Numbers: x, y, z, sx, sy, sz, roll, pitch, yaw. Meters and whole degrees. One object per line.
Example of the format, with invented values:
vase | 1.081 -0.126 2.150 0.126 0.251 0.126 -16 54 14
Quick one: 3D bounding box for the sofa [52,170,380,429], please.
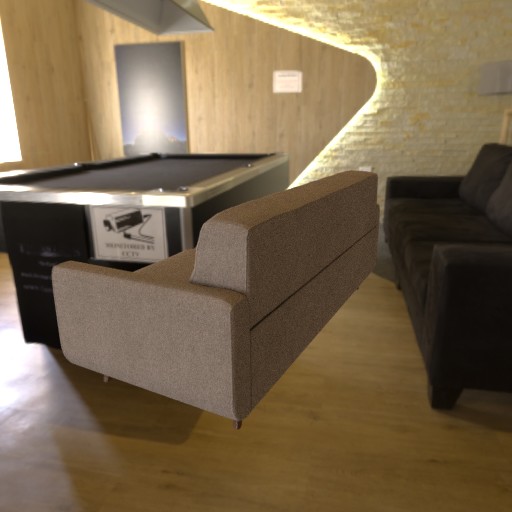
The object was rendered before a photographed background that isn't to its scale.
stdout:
sofa | 0.000 0.000 2.491 0.909 0.841 2.029 9 19 27
